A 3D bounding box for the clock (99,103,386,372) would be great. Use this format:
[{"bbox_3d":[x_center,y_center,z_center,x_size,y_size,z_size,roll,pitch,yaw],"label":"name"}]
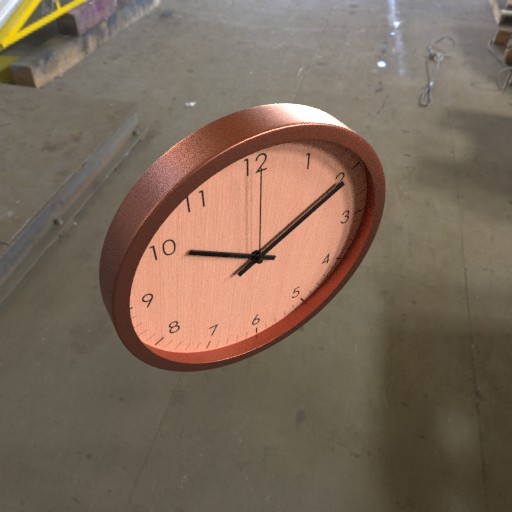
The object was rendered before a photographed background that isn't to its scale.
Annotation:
[{"bbox_3d":[0.000,0.000,0.466,0.313,0.313,0.040,-23,50,-21],"label":"clock"}]
